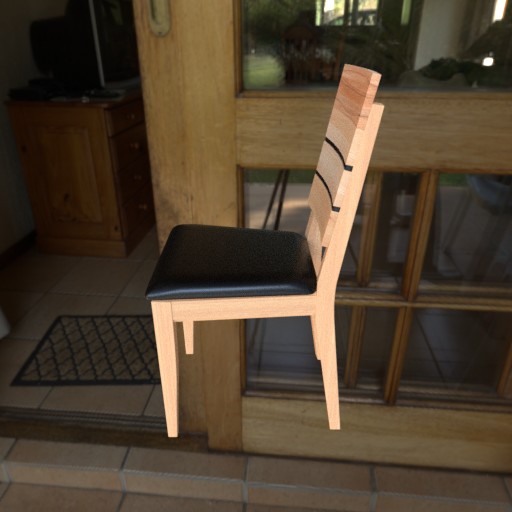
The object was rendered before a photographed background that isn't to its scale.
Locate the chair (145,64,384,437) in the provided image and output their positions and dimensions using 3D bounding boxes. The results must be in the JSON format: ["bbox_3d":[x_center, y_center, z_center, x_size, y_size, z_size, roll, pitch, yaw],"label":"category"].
[{"bbox_3d":[0.000,0.000,1.200,0.520,0.940,0.410,0,26,0],"label":"chair"}]
